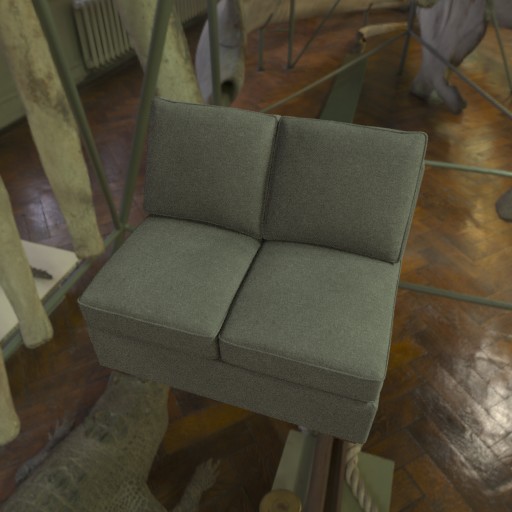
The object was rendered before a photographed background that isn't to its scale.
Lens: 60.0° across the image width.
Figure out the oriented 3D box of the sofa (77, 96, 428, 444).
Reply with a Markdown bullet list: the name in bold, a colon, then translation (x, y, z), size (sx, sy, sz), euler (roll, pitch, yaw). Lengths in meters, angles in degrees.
- **sofa**: translation (0.000, 0.000, 1.927), size (1.237, 1.008, 0.951), euler (12, 42, 14)
